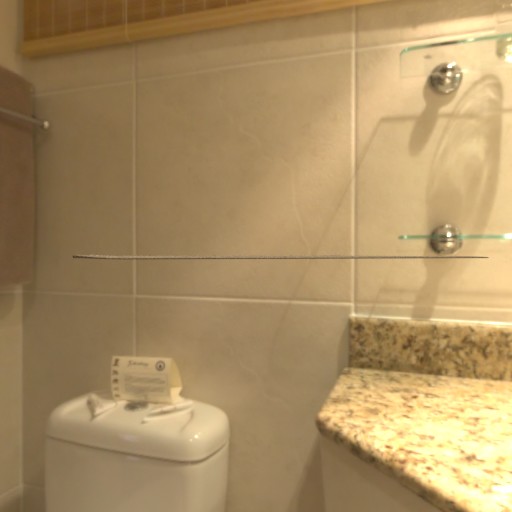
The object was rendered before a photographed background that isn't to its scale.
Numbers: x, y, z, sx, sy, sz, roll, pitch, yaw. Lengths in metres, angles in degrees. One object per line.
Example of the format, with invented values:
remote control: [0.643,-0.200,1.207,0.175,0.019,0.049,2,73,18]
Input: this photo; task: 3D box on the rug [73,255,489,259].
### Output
rug: [0.000,0.000,3.992,2.925,0.026,2.343,0,0,-18]
